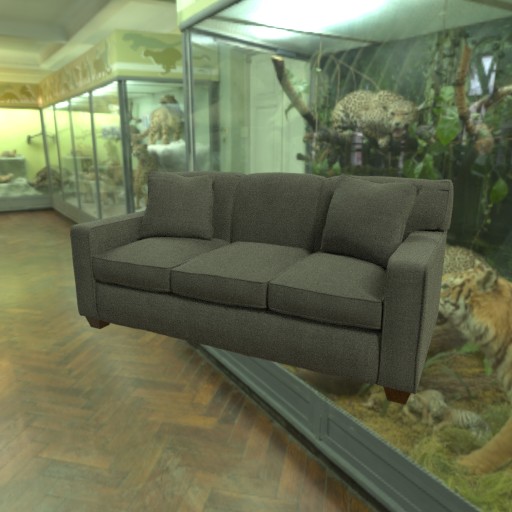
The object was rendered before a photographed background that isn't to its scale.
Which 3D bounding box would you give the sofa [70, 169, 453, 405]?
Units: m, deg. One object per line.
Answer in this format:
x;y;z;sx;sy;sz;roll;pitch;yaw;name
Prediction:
0.000;0.000;2.614;2.024;0.958;0.997;7;16;26;sofa
